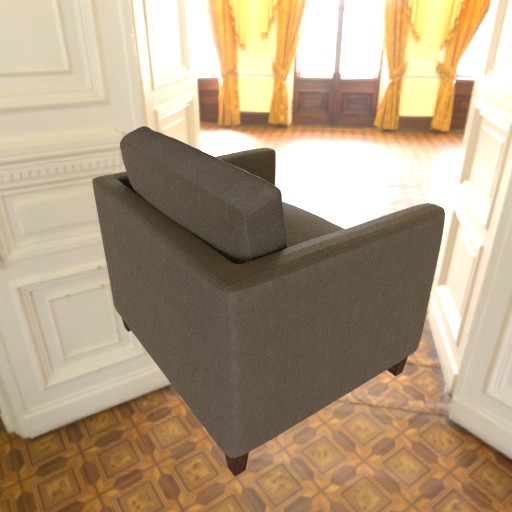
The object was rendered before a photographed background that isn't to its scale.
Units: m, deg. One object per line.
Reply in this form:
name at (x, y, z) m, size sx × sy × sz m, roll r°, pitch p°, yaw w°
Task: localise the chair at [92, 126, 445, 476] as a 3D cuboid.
chair at (0.000, 0.000, 1.824) m, size 0.959 × 0.963 × 1.107 m, roll -18°, pitch 33°, yaw -31°
